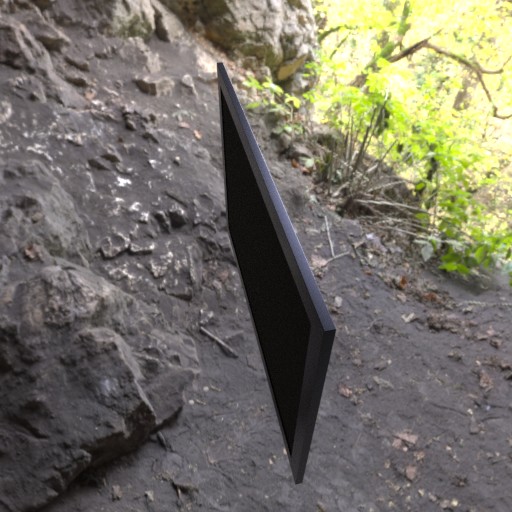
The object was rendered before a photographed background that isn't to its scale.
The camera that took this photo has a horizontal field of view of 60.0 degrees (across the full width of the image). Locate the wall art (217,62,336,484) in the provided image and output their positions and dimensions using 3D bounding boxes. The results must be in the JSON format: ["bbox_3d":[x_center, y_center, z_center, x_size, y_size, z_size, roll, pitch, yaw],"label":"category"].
[{"bbox_3d":[0.000,0.000,0.818,0.013,0.447,0.660,-9,46,-9],"label":"wall art"}]
